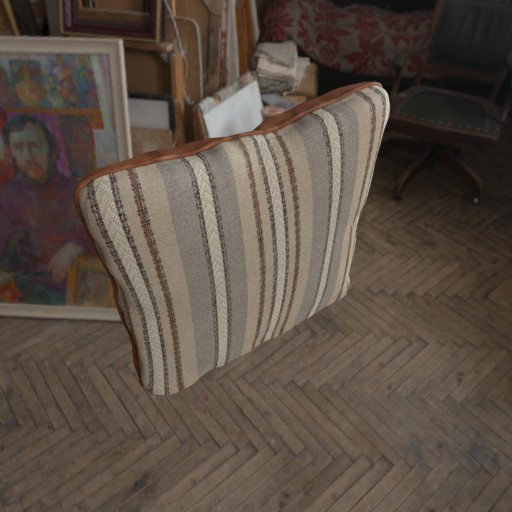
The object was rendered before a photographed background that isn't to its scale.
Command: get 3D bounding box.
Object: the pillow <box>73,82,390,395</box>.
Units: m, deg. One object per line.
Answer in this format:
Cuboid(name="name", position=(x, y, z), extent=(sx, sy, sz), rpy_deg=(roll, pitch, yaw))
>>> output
Cuboid(name="pillow", position=(0.000, 0.000, 0.746), extent=(0.489, 0.490, 0.130), rpy_deg=(-25, 51, -22))
